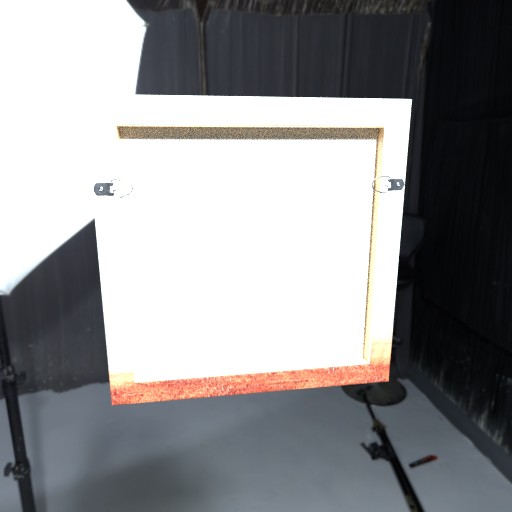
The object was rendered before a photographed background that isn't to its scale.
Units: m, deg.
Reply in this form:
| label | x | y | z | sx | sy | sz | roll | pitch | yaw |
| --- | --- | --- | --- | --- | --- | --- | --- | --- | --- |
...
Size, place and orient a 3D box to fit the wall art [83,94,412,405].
| label | x | y | z | sx | sy | sz | roll | pitch | yaw |
| --- | --- | --- | --- | --- | --- | --- | --- | --- | --- |
| wall art | 0.000 | 0.000 | 1.124 | 0.760 | 0.760 | 0.042 | -2 | 15 | -9 |
